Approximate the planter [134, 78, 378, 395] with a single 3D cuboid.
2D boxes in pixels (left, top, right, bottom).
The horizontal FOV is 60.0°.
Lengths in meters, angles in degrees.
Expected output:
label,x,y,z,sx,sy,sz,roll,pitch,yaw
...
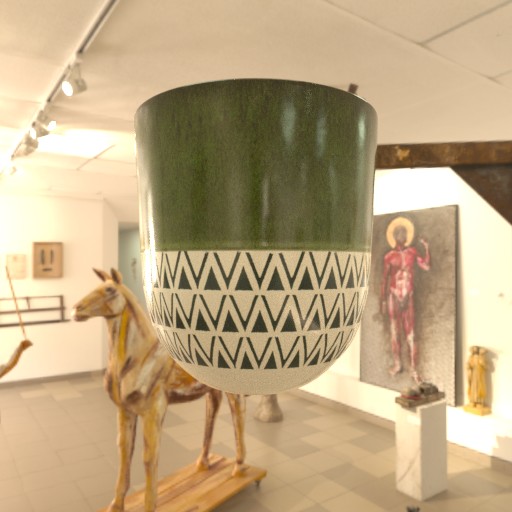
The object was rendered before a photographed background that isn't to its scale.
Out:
label,x,y,z,sx,sy,sz,roll,pitch,yaw
planter,0.000,0.000,0.460,0.245,0.270,0.245,0,-1,0
